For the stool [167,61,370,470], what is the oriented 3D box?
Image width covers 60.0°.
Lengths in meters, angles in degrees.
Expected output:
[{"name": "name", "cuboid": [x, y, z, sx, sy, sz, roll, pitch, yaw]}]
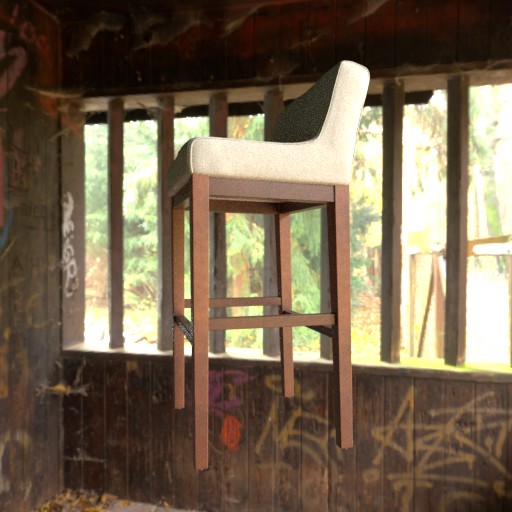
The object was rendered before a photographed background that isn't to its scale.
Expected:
[{"name": "stool", "cuboid": [0.000, 0.000, 1.350, 0.500, 1.037, 0.511, 0, 1, -17]}]
